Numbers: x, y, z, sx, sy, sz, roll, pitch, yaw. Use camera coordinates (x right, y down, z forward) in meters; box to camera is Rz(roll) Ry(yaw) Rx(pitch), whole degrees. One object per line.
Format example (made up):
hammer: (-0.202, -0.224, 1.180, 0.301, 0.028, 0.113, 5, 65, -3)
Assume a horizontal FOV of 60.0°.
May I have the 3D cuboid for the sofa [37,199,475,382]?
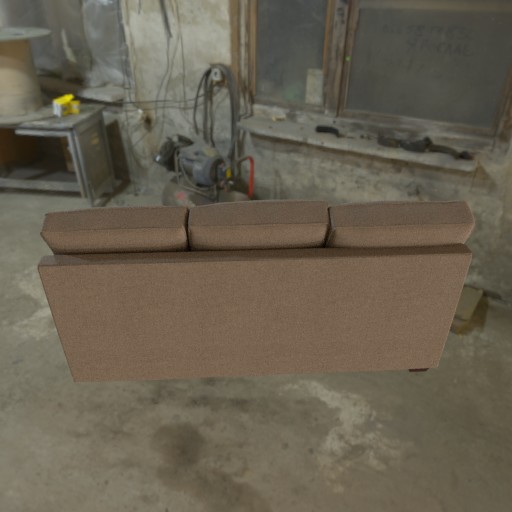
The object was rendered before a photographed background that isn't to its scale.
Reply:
sofa: (0.000, 0.000, 2.719, 2.092, 1.036, 1.127, -2, 32, -3)
